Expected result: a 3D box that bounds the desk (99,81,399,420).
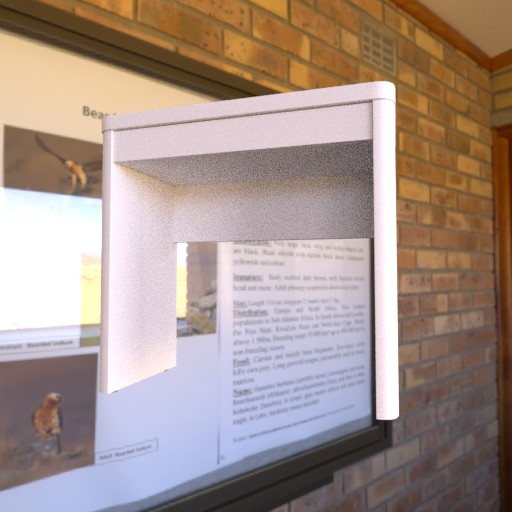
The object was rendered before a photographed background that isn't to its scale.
[{"bbox_3d":[0.000,0.000,1.301,0.790,0.760,0.446,-1,-3,17],"label":"desk"}]
